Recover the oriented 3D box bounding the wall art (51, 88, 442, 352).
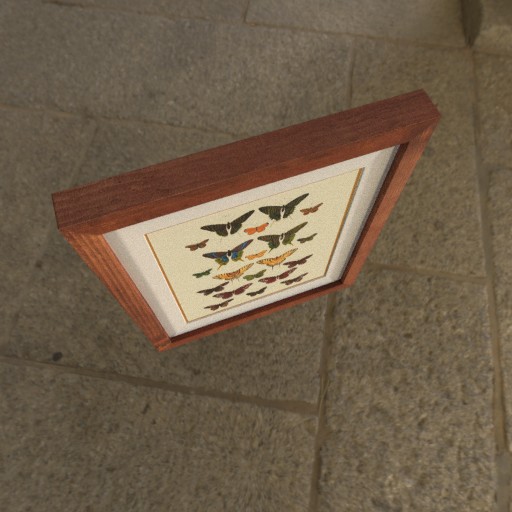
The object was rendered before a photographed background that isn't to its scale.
[{"bbox_3d":[0.000,0.000,0.621,0.377,0.449,0.039,-18,66,-8],"label":"wall art"}]
